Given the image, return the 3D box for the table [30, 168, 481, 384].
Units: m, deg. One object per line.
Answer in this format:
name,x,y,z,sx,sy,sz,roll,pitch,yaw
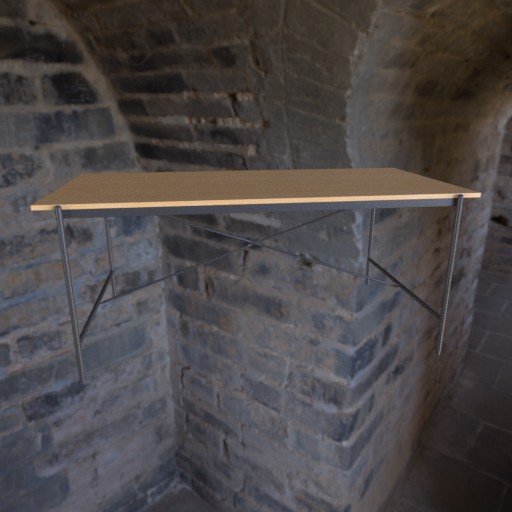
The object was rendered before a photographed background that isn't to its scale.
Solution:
table,0.000,0.000,2.272,1.800,0.758,0.900,-3,19,-8
